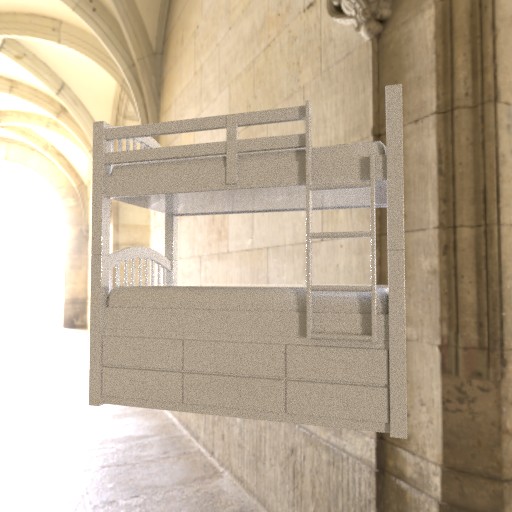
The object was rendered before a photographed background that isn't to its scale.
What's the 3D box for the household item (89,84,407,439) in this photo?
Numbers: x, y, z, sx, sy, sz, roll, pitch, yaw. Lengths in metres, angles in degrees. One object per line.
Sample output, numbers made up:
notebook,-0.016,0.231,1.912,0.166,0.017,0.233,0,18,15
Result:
household item,0.000,0.000,3.228,2.032,2.032,1.143,-1,-3,18
